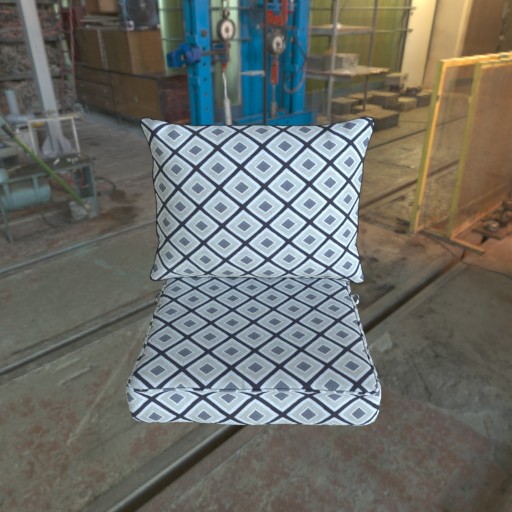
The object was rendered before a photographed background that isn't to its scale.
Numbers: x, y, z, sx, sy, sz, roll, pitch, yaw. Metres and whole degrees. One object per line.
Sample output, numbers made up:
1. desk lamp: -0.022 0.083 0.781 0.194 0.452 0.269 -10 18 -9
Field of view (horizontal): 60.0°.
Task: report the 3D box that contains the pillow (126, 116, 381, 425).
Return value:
1. pillow: 0.000 0.000 1.364 0.798 0.722 0.733 0 29 1
